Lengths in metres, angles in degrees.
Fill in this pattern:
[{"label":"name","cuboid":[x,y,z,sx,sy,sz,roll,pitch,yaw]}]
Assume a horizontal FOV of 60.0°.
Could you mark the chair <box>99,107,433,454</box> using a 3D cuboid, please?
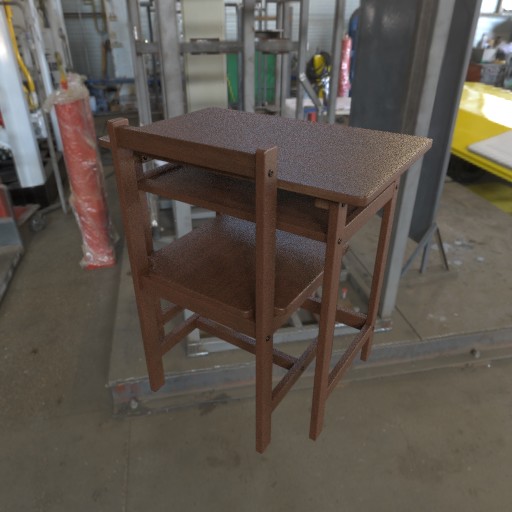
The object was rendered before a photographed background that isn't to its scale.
[{"label":"chair","cuboid":[0.000,0.000,1.046,0.599,0.673,0.463,18,35,29]}]
